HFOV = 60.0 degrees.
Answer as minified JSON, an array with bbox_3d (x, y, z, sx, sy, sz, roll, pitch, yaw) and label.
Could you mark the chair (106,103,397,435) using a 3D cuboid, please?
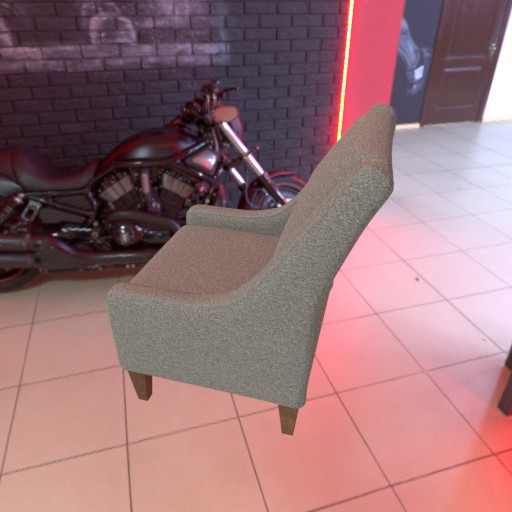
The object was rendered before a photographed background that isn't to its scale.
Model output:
[{"bbox_3d":[0.000,0.000,1.664,0.870,1.016,0.774,8,32,14],"label":"chair"}]
